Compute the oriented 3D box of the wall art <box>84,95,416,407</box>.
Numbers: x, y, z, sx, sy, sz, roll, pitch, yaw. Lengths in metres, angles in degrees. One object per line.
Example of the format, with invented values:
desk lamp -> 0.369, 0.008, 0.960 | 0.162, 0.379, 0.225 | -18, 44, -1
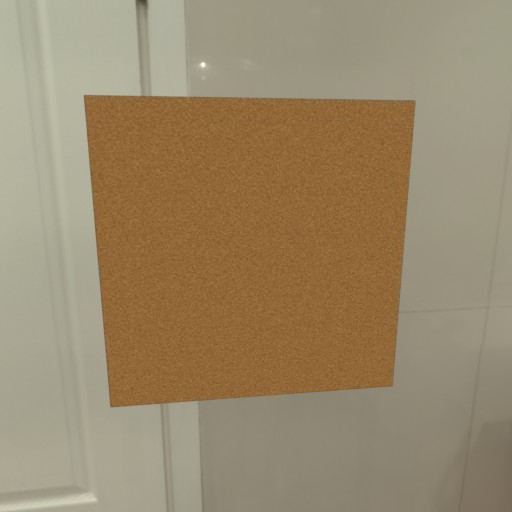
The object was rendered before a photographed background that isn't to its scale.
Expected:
wall art -> 0.000, 0.000, 0.601 | 0.406, 0.403, 0.039 | -2, 14, -8
